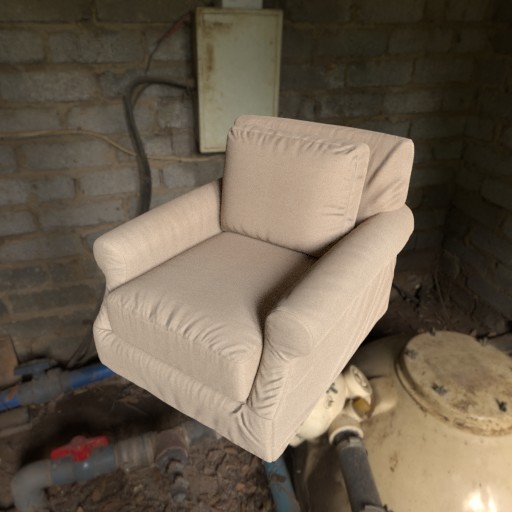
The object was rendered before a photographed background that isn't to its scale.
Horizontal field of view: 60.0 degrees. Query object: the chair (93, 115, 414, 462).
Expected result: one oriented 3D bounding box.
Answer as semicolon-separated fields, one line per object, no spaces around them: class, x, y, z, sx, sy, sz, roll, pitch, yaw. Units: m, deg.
chair;0.000;0.000;1.741;0.940;0.866;1.066;18;34;29
